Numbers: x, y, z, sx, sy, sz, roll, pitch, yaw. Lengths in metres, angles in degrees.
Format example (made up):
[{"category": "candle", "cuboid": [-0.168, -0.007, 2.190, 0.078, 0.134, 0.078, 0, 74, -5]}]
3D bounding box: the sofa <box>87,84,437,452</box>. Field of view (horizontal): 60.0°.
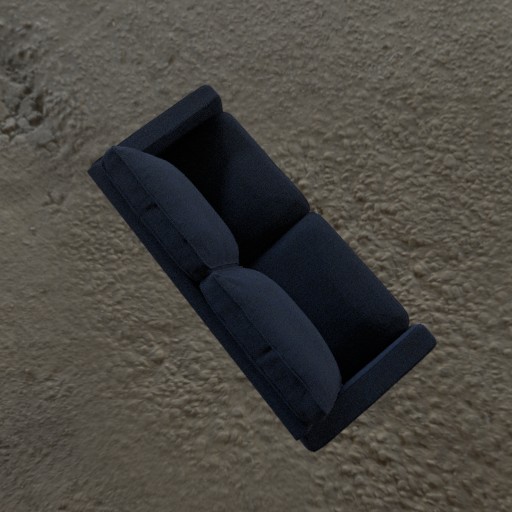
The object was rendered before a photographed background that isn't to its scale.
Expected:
[{"category": "sofa", "cuboid": [0.000, 0.000, 2.650, 0.940, 0.919, 2.080, -38, 80, -8]}]
